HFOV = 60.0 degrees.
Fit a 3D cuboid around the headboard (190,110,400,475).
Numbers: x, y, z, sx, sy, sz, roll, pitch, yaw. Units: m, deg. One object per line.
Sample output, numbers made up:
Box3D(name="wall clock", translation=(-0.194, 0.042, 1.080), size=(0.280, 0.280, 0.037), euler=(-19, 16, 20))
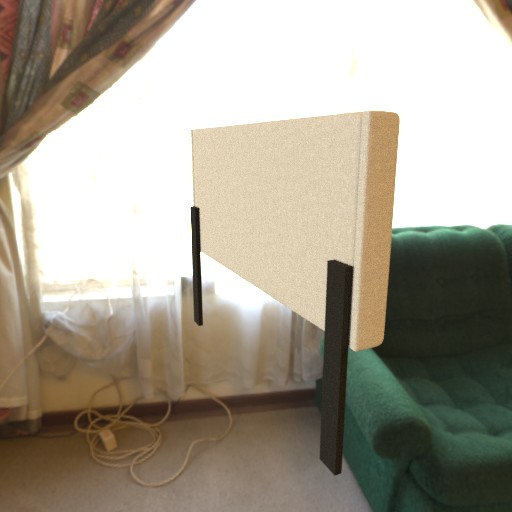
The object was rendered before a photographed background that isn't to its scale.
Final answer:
Box3D(name="headboard", translation=(0.000, 0.000, 2.650), size=(0.184, 1.524, 2.051), euler=(-7, 16, -25))
